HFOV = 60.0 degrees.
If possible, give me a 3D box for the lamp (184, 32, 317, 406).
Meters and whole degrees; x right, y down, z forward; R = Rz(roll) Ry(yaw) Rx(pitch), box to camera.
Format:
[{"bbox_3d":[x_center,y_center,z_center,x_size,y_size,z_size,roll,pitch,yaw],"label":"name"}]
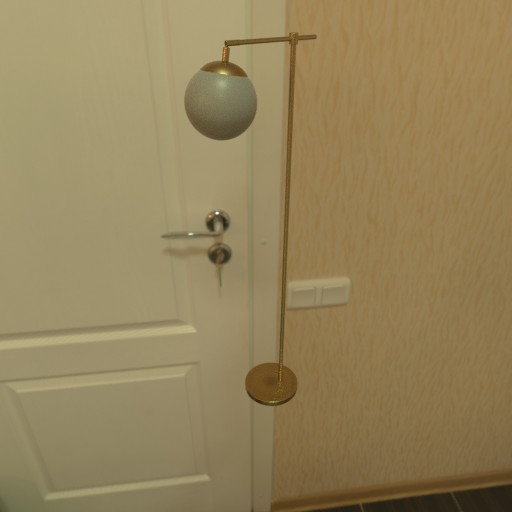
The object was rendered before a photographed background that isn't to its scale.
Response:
[{"bbox_3d":[0.000,0.000,1.682,0.476,1.505,0.249,-21,37,-31],"label":"lamp"}]
